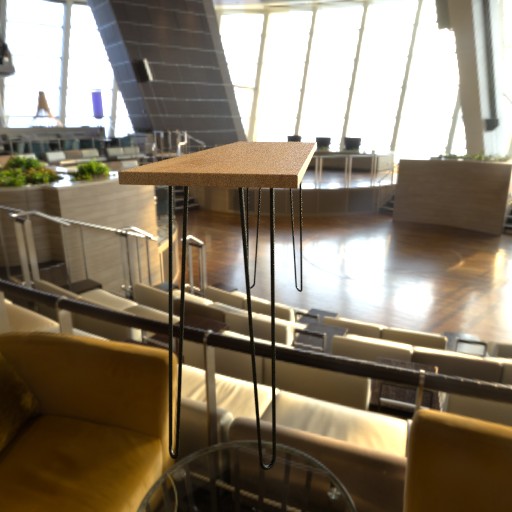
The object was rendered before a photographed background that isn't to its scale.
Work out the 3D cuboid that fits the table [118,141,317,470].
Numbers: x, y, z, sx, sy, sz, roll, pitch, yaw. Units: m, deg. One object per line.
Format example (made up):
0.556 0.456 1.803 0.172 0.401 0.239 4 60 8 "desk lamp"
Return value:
0.000 0.000 1.729 0.399 0.799 1.400 3 17 9 "table"
